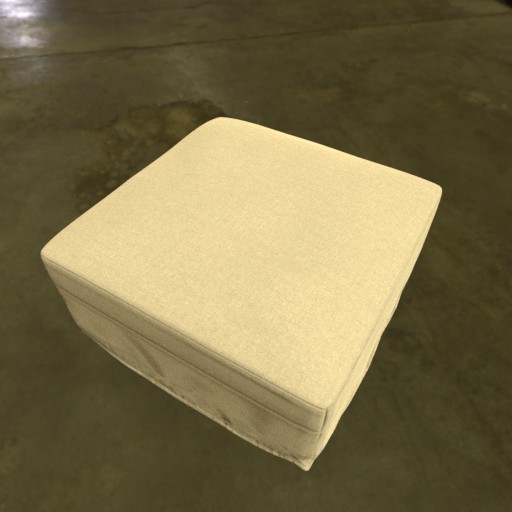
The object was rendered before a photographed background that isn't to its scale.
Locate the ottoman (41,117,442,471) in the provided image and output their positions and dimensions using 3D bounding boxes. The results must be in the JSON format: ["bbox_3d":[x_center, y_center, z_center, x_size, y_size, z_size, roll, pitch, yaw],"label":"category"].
[{"bbox_3d":[0.000,0.000,1.341,0.840,0.436,0.843,24,51,21],"label":"ottoman"}]
